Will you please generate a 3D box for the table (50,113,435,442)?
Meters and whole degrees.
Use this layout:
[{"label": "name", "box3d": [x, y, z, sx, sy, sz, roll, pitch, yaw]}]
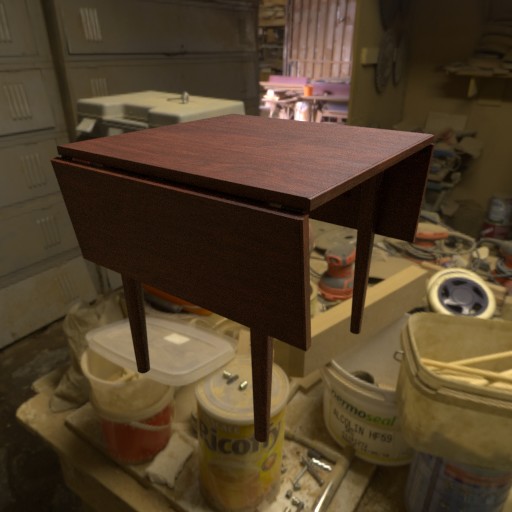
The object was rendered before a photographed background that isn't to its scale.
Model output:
[{"label": "table", "box3d": [0.000, 0.000, 1.477, 0.812, 0.763, 0.843, 17, 30, 32]}]
